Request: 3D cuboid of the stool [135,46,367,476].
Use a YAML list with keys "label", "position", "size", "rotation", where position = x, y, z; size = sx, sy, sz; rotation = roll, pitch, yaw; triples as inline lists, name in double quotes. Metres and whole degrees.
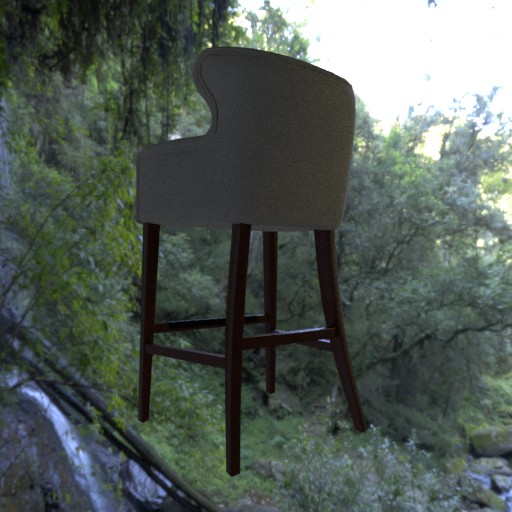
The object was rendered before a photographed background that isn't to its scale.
- label: "stool"
  position: [0.000, 0.000, 1.351]
  size: [0.556, 1.034, 0.563]
  rotation: [1, -2, -37]
